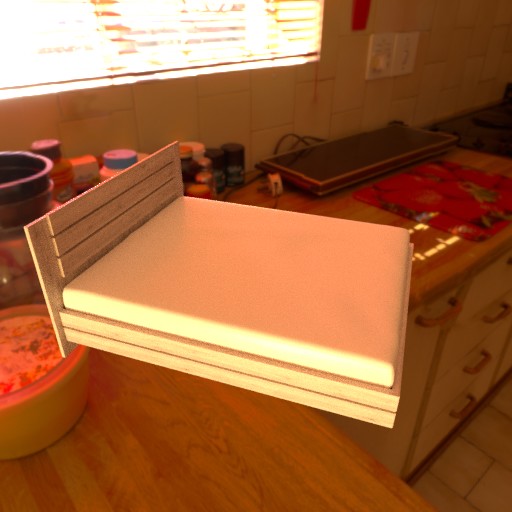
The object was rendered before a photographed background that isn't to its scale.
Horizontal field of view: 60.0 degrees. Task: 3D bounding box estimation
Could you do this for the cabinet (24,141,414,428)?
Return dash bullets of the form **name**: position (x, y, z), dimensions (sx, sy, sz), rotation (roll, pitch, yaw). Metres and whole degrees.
- **cabinet**: position (0.000, 0.000, 3.078), dimensions (2.080, 0.970, 1.750), rotation (10, 32, 17)
